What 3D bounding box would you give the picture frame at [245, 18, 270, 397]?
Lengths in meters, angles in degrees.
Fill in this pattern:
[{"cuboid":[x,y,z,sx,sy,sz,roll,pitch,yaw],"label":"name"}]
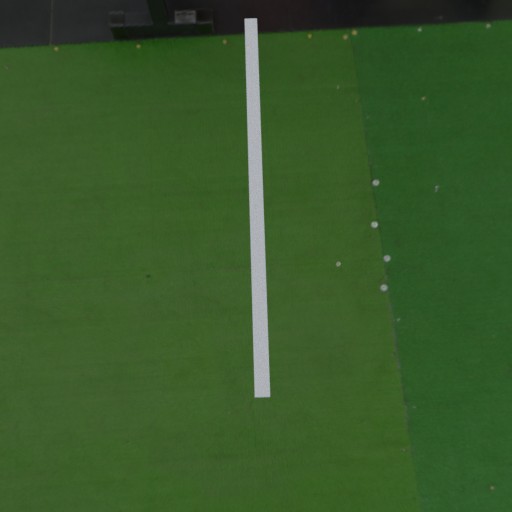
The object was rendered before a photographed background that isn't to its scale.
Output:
[{"cuboid":[0.000,0.000,0.582,0.011,0.459,0.326,-2,76,0],"label":"picture frame"}]
